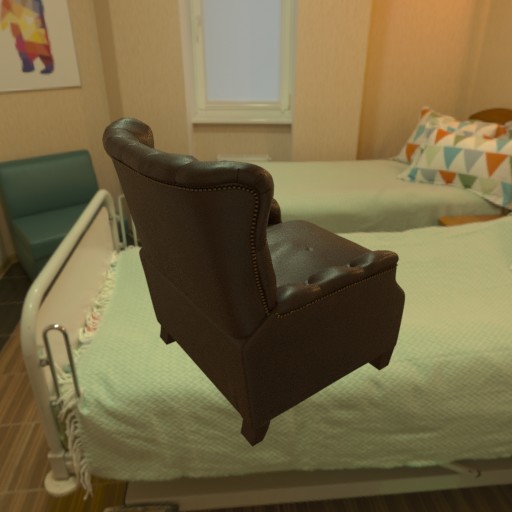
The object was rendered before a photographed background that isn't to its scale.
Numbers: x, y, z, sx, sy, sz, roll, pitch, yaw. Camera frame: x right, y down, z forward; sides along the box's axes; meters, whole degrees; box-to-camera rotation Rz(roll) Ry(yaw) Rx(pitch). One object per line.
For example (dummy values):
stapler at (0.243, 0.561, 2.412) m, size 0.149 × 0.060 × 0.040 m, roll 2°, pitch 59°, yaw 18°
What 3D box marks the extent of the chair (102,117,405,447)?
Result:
chair at (0.000, 0.000, 1.489) m, size 0.823 × 0.864 × 0.709 m, roll -18°, pitch 32°, yaw -31°
